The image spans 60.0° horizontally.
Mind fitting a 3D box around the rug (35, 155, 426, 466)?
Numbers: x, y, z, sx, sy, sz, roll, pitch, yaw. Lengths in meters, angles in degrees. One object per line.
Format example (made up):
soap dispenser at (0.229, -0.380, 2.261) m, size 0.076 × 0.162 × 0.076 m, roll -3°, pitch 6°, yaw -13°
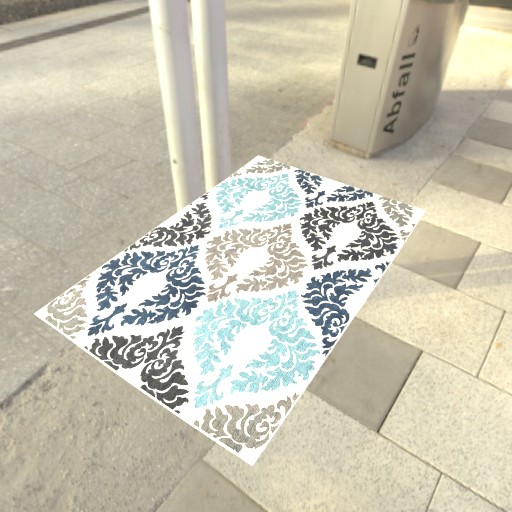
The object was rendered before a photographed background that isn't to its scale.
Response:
rug at (0.000, 0.000, 2.902) m, size 1.514 × 0.014 × 2.275 m, roll 24°, pitch 46°, yaw 25°
